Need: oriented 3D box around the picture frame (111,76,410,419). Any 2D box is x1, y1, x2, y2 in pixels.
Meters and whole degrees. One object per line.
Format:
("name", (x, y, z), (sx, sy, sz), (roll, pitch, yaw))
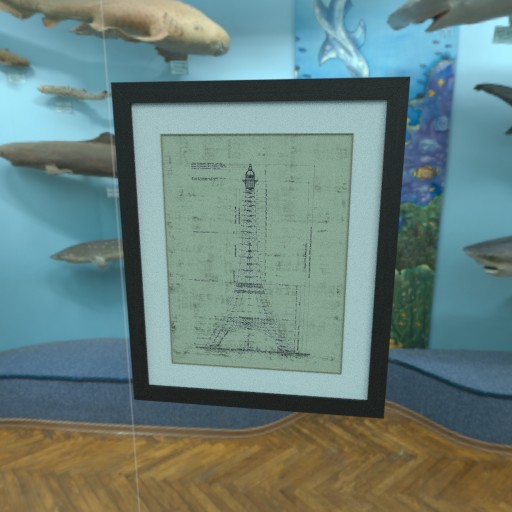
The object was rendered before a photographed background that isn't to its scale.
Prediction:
("picture frame", (0.000, 0.000, 0.752), (0.452, 0.555, 0.044), (2, 14, 7))
